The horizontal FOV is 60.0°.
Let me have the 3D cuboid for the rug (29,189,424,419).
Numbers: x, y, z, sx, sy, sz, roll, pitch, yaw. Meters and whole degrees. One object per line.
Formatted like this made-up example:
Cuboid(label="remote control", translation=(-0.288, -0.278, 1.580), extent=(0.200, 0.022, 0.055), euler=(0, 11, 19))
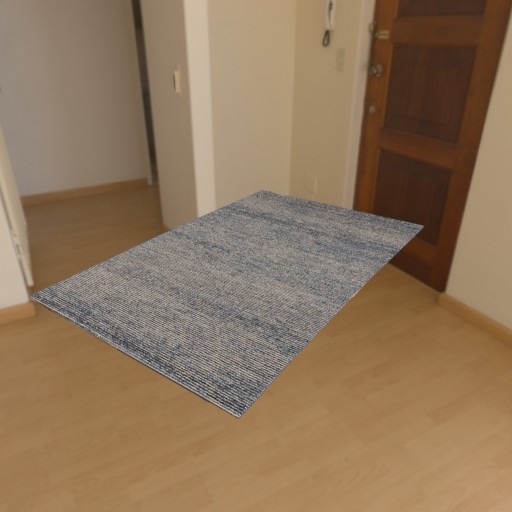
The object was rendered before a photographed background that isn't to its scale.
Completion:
Cuboid(label="rug", translation=(0.000, 0.000, 2.272), extent=(1.159, 0.025, 1.793), euler=(18, 32, 31))
